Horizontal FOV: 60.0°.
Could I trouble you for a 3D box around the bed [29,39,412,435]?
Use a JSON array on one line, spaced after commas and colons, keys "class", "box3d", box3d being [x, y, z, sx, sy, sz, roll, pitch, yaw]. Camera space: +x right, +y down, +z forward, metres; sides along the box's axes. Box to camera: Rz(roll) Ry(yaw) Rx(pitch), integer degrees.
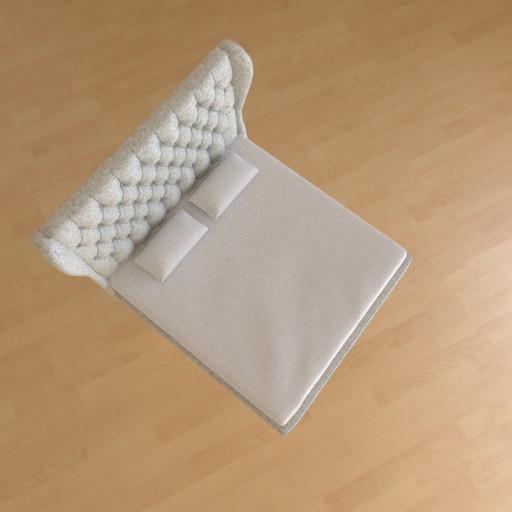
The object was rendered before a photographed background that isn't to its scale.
[{"class": "bed", "box3d": [0.000, 0.000, 3.905, 2.347, 1.771, 2.219, 37, 77, 10]}]
